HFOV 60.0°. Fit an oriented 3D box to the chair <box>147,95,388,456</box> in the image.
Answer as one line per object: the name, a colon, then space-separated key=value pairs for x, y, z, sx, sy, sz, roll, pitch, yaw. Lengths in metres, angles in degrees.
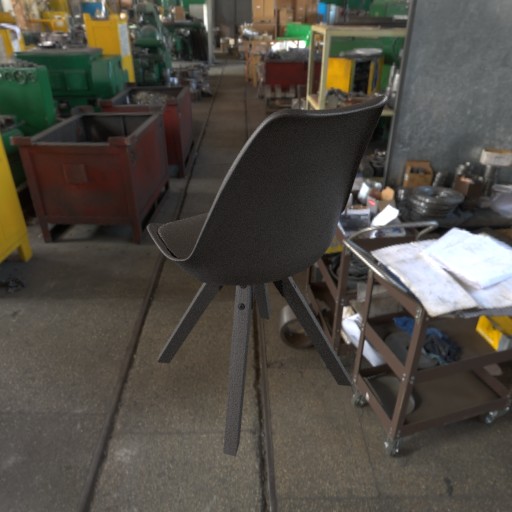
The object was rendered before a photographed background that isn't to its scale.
chair: x=0.000 y=0.000 z=1.161 sx=0.485 sy=0.850 sz=0.550 roll=-19 pitch=34 yaw=-30
